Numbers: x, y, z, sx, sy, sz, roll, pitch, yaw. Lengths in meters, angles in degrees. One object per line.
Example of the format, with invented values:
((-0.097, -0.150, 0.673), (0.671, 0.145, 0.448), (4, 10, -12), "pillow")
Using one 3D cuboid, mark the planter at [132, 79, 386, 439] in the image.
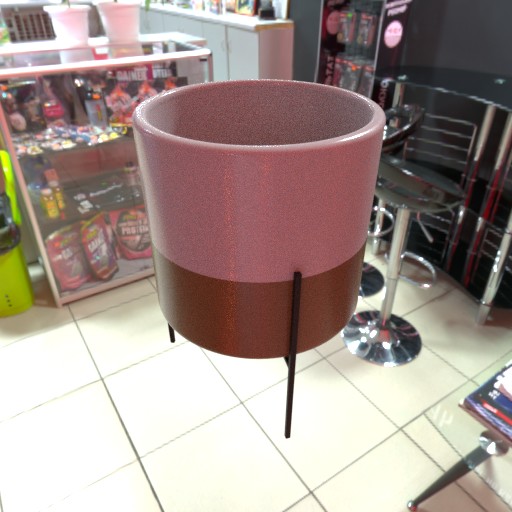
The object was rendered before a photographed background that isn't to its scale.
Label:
((0.000, 0.000, 0.652), (0.310, 0.432, 0.310), (0, 34, 0), "planter")
